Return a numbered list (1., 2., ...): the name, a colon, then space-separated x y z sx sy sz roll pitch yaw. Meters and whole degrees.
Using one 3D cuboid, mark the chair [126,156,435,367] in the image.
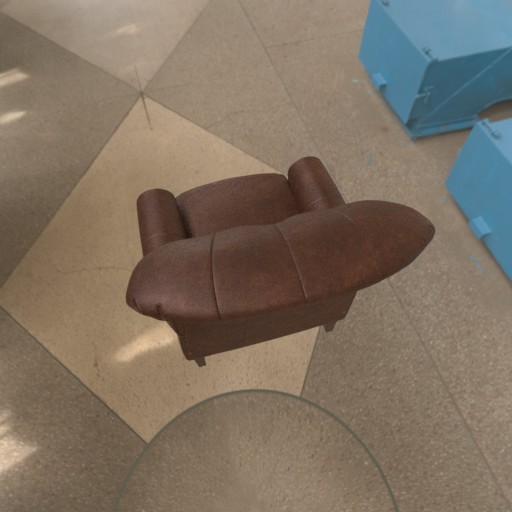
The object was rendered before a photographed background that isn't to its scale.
1. chair: 0.000 0.000 1.949 0.979 1.162 1.031 -14 58 -8
